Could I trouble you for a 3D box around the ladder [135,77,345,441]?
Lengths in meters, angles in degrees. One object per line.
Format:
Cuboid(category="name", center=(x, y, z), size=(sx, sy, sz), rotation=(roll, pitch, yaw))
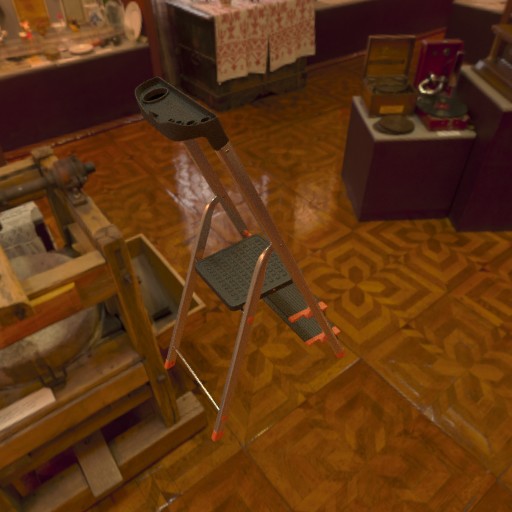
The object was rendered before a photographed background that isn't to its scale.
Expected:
Cuboid(category="ladder", center=(0.000, 0.000, 1.536), size=(0.686, 1.229, 0.416), rotation=(-26, 48, -26))
